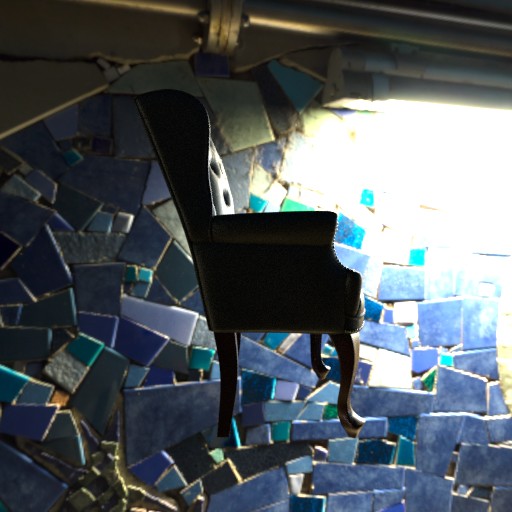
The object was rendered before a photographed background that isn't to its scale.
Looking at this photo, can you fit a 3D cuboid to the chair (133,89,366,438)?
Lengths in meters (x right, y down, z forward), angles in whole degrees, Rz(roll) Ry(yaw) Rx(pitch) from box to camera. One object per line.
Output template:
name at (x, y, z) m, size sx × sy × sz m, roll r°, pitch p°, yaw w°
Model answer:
chair at (0.000, 0.000, 1.667) m, size 0.762 × 1.111 × 0.838 m, roll 0°, pitch 1°, yaw -1°
